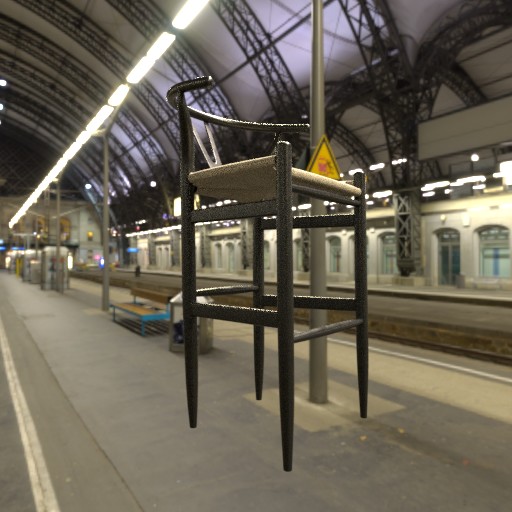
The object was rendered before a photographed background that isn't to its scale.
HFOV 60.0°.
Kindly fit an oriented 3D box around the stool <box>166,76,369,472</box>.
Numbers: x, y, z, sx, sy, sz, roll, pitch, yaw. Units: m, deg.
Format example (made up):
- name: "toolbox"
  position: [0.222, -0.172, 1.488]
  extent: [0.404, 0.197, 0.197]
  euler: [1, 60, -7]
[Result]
- name: "stool"
  position: [0.000, 0.000, 1.458]
  extent: [0.579, 1.072, 0.569]
  euler: [0, -1, 37]
